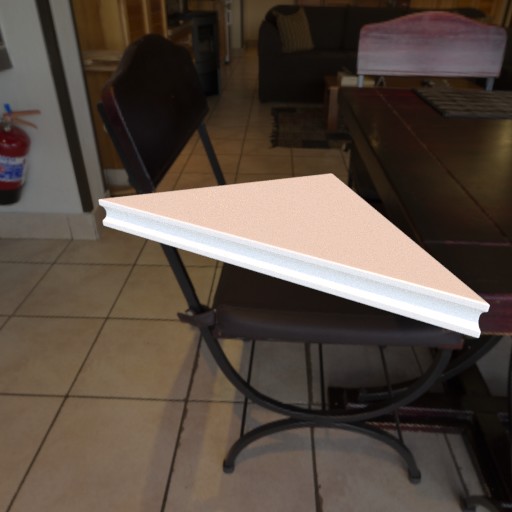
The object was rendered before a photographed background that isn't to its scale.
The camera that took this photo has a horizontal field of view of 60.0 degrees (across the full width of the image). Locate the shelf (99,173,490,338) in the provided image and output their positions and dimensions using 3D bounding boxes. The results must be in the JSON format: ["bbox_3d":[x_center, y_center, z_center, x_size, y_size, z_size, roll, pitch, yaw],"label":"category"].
[{"bbox_3d":[0.000,0.000,0.438,0.296,0.035,0.296,-9,32,-14],"label":"shelf"}]
